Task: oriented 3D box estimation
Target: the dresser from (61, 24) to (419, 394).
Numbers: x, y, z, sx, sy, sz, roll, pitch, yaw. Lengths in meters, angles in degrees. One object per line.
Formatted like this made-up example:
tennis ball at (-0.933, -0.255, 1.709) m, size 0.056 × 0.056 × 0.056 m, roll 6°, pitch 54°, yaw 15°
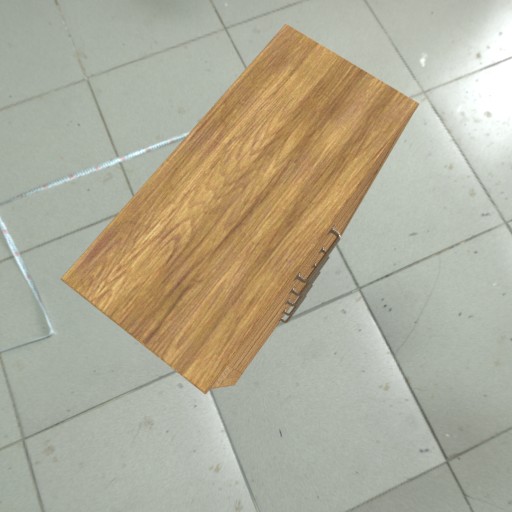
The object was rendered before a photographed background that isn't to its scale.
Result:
dresser at (0.000, 0.000, 1.988) m, size 0.558 × 1.431 × 1.081 m, roll 36°, pitch 77°, yaw 9°
